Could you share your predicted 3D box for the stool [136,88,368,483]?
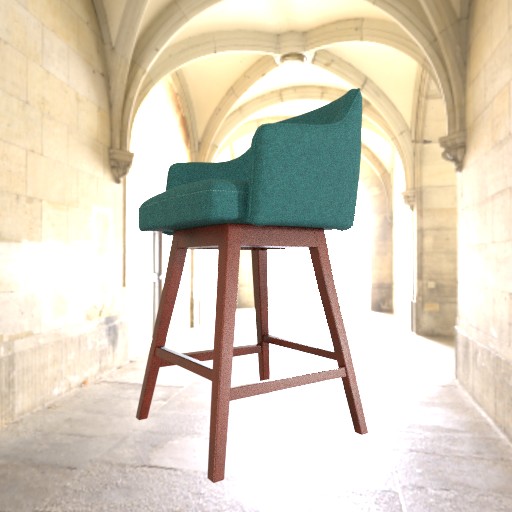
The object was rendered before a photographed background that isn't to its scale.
[{"bbox_3d":[0.000,0.000,1.280,0.556,0.961,0.548,0,-1,-35],"label":"stool"}]
